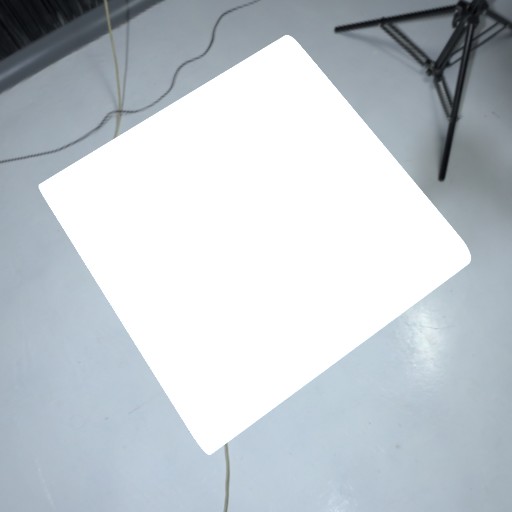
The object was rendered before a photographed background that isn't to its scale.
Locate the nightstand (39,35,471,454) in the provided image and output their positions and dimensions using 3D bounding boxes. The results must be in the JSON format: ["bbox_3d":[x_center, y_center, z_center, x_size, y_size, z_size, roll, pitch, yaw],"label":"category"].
[{"bbox_3d":[0.000,0.000,0.759,0.404,0.447,0.399,-34,79,-8],"label":"nightstand"}]
